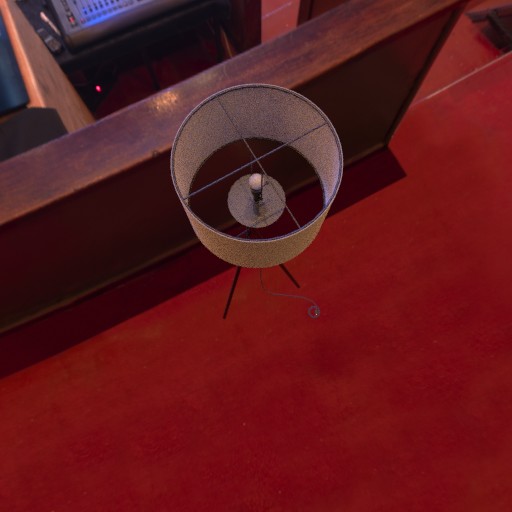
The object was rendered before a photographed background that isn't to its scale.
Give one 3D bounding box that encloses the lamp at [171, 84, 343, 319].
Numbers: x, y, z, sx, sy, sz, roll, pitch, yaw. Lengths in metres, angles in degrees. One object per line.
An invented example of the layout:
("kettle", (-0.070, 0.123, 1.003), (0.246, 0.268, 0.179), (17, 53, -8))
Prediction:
("lamp", (0.000, 0.000, 1.882), (0.522, 1.624, 0.667), (-30, 78, -7))
